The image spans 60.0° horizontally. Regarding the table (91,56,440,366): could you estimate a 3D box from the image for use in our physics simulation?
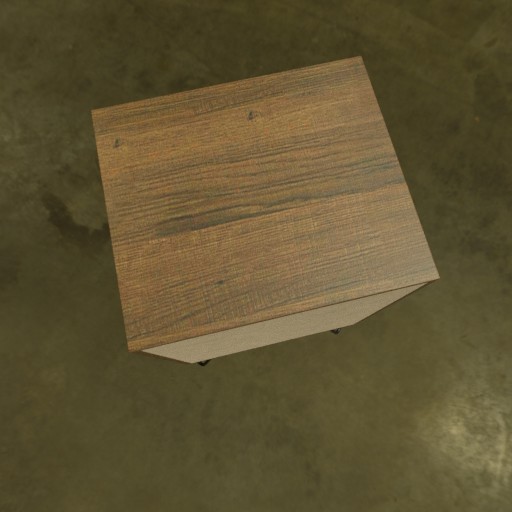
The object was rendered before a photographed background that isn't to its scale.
[{"bbox_3d":[0.000,0.000,1.191,0.526,0.866,0.457,-13,75,-4],"label":"table"}]
